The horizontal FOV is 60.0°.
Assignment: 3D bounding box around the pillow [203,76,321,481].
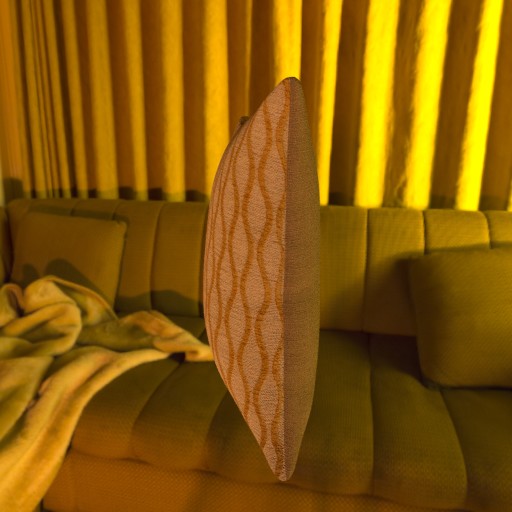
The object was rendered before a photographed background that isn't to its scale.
[{"bbox_3d":[0.000,0.000,0.658,0.159,0.436,0.429,-2,13,-8],"label":"pillow"}]
